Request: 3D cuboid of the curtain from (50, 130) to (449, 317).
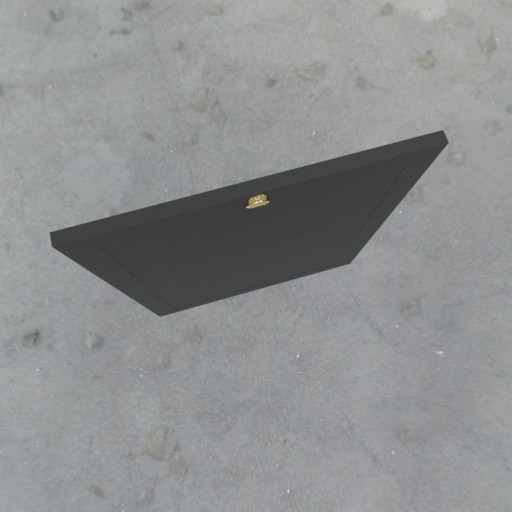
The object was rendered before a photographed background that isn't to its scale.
[{"bbox_3d":[0.000,0.000,0.803,0.483,0.585,0.027,-15,75,-4],"label":"curtain"}]
